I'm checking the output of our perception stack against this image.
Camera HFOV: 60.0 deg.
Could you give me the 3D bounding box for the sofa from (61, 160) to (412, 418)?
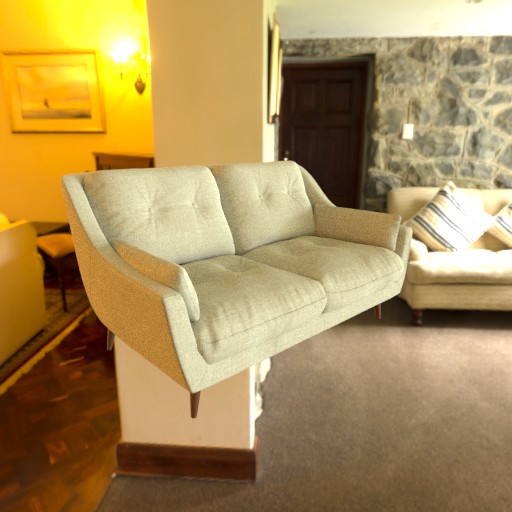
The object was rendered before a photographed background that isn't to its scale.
[{"bbox_3d":[0.000,0.000,2.256,1.652,0.888,0.965,-14,21,-43],"label":"sofa"}]
